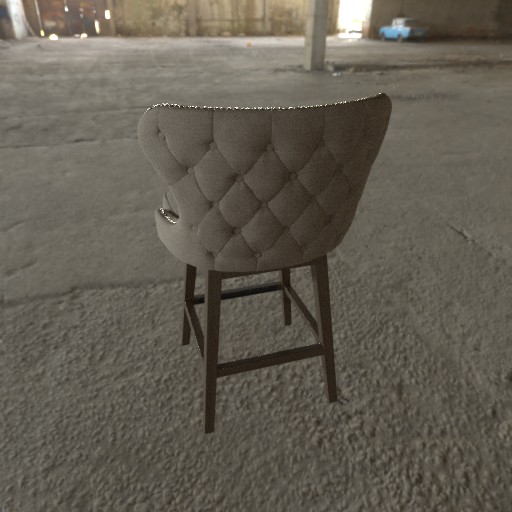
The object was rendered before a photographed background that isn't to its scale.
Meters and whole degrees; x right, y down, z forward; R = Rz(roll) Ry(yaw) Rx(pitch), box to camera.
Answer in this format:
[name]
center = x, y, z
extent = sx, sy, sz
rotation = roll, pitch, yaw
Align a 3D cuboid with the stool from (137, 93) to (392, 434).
[stool]
center = 0.000, 0.000, 1.347
extent = 0.615, 0.972, 0.597
rotation = -8, 30, -15
